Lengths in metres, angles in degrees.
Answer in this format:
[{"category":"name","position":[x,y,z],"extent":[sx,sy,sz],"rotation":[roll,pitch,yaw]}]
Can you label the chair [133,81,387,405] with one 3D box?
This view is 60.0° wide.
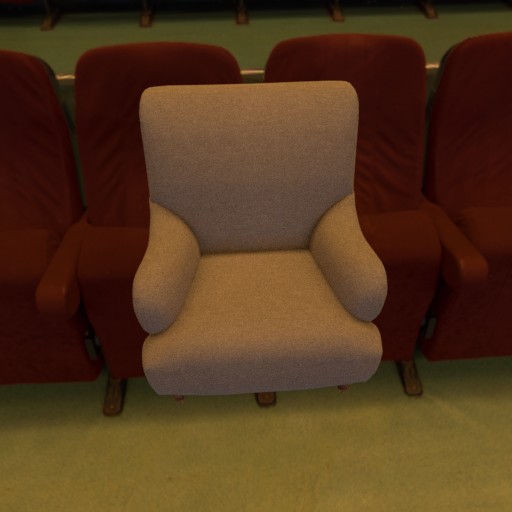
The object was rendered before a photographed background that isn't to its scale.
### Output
[{"category":"chair","position":[0.000,0.000,1.570],"extent":[0.766,0.942,0.843],"rotation":[-3,46,-3]}]
